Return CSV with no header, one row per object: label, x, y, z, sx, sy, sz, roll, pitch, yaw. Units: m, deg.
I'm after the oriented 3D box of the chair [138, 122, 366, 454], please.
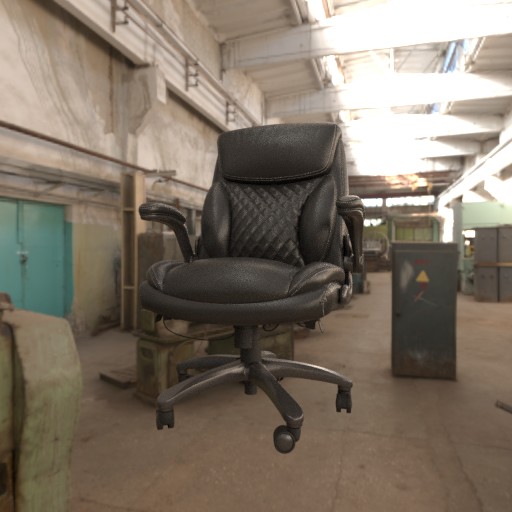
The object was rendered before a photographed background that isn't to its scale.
chair,0.000,0.000,1.631,0.782,1.110,0.724,0,1,18
